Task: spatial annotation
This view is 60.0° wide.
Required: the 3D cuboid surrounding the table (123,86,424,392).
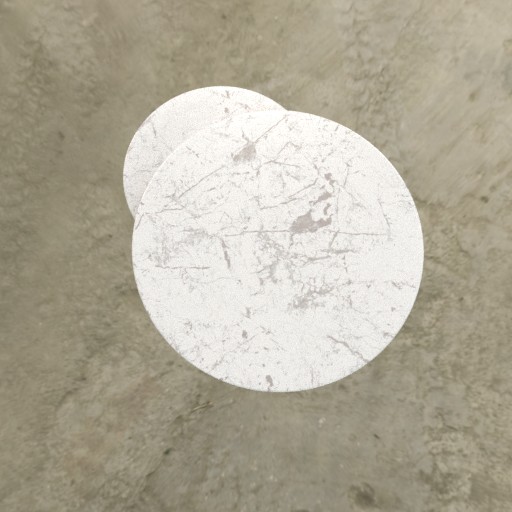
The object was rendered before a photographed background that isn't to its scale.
[{"bbox_3d":[0.000,0.000,0.887,0.400,0.550,0.507,-33,79,-8],"label":"table"}]
